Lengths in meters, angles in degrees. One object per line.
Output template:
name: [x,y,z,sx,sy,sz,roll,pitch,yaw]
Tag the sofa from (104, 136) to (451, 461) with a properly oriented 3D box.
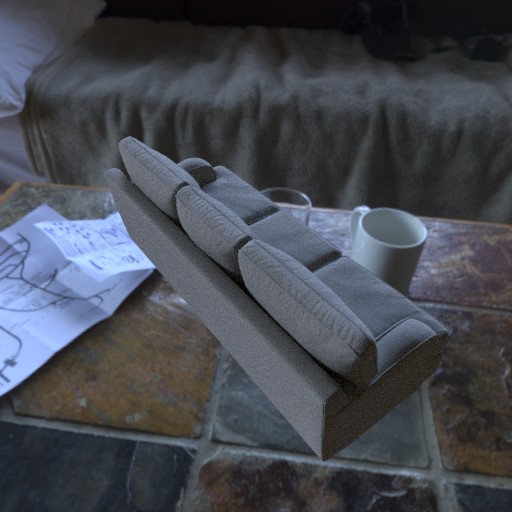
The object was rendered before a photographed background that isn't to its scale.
sofa: [0.000,0.000,2.870,1.016,0.997,2.323,-26,47,-27]
